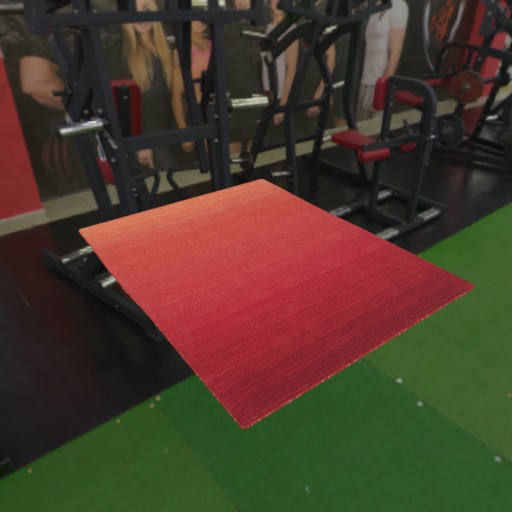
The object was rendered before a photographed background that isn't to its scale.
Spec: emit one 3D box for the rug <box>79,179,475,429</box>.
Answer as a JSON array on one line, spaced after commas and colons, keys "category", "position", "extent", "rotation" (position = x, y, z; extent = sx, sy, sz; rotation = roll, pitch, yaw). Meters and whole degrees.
[{"category": "rug", "position": [0.000, 0.000, 4.033], "extent": [2.340, 0.028, 2.905], "rotation": [-21, 37, -30]}]
